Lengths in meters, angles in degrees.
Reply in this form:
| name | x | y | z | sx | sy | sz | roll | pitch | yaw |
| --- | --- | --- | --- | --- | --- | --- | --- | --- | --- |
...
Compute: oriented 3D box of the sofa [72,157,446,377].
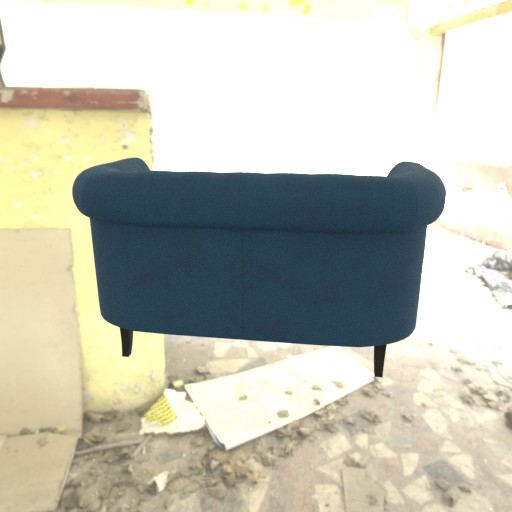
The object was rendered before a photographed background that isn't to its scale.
| name | x | y | z | sx | sy | sz | roll | pitch | yaw |
| --- | --- | --- | --- | --- | --- | --- | --- | --- | --- |
| sofa | 0.000 | 0.000 | 2.021 | 1.558 | 0.827 | 0.835 | 3 | 17 | 8 |
